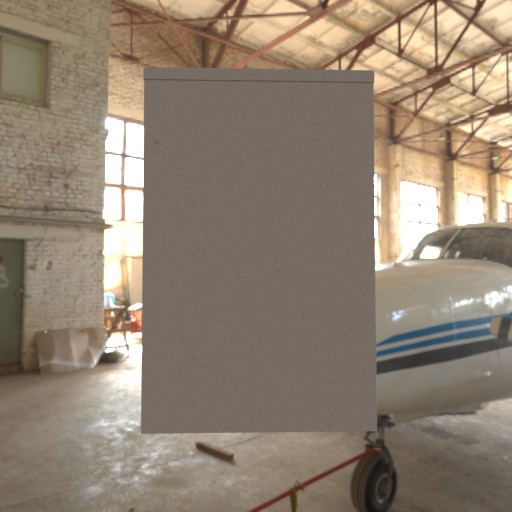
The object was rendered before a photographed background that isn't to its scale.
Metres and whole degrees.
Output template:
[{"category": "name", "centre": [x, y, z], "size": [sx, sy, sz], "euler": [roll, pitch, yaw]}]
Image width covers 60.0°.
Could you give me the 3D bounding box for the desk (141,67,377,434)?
[{"category": "desk", "centre": [0.000, 0.000, 1.335], "size": [0.482, 0.730, 0.898], "euler": [0, -2, -2]}]
